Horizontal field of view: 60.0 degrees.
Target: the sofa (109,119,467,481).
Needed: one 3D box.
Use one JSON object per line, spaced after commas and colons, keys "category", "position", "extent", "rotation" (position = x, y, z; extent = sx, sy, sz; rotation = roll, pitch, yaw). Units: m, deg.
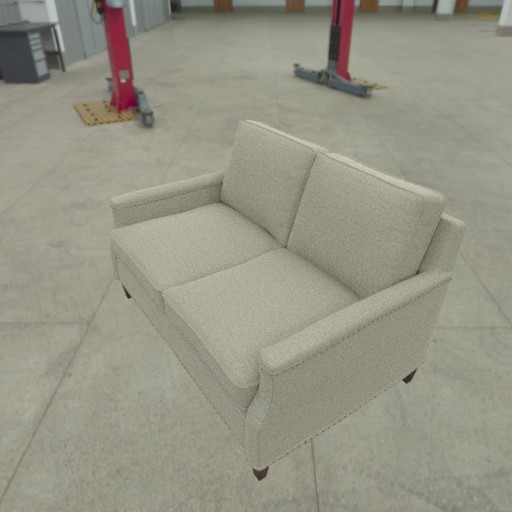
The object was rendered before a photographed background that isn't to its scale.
{"category": "sofa", "position": [0.000, 0.000, 2.254], "extent": [1.084, 1.003, 1.597], "rotation": [-20, 37, -29]}
